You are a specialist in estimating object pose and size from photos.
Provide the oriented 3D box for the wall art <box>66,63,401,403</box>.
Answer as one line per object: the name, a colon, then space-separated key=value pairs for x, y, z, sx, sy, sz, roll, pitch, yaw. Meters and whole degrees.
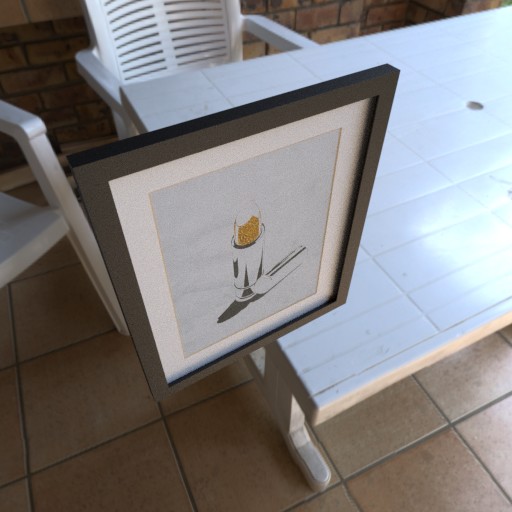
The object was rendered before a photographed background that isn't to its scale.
wall art: x=0.000 y=0.000 z=0.531 sx=0.330 sy=0.381 sz=0.019 roll=-24 pitch=50 yaw=-21
